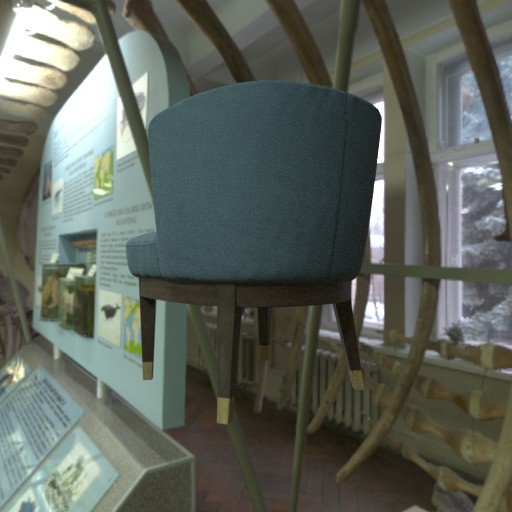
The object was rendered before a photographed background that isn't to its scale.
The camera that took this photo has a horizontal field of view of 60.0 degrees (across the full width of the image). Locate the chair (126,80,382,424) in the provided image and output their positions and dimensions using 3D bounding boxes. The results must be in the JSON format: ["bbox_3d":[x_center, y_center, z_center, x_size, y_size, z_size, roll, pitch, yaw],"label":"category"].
[{"bbox_3d":[0.000,0.000,1.294,0.661,0.760,0.702,0,-1,-36],"label":"chair"}]
